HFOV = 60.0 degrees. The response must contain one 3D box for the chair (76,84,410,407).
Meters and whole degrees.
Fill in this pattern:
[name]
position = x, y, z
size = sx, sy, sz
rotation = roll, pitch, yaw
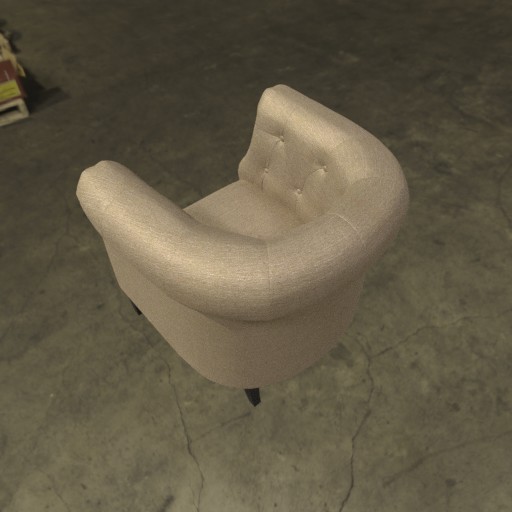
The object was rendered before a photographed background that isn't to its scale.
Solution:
[chair]
position = 0.000, 0.000, 1.593
size = 0.905, 0.827, 0.852
rotation = -33, 56, -27
